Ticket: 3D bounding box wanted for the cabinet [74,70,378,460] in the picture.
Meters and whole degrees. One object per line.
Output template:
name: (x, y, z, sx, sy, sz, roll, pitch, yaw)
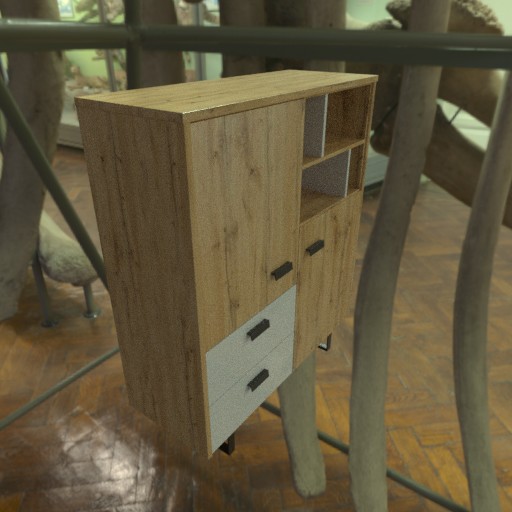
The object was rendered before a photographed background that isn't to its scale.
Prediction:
cabinet: (0.000, 0.000, 1.923, 0.473, 1.397, 1.168, 19, 33, 32)
